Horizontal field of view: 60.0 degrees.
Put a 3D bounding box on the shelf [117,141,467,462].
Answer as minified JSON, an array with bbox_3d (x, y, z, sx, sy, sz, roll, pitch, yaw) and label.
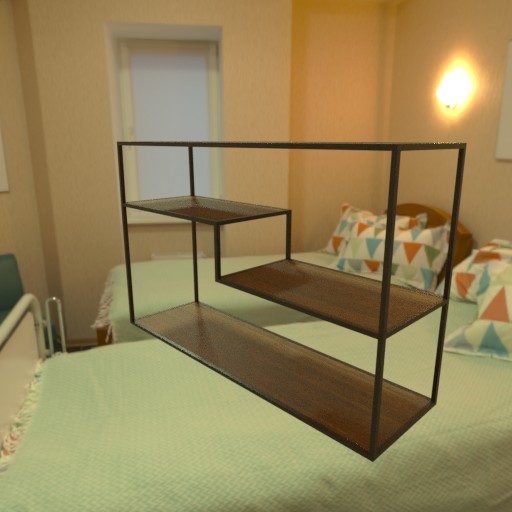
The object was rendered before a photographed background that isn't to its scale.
[{"bbox_3d":[0.000,0.000,1.537,0.361,0.765,1.201,-14,20,-42],"label":"shelf"}]
